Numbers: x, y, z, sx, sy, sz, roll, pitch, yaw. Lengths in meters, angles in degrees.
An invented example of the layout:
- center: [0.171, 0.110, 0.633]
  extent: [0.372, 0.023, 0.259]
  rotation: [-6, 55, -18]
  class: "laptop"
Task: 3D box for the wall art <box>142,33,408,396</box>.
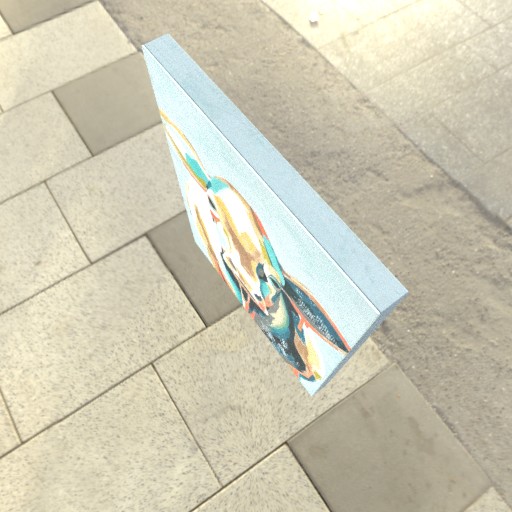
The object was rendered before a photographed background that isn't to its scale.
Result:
- center: [0.000, 0.000, 0.687]
  extent: [0.037, 0.509, 0.409]
  rotation: [-33, 69, -14]
  class: "wall art"
